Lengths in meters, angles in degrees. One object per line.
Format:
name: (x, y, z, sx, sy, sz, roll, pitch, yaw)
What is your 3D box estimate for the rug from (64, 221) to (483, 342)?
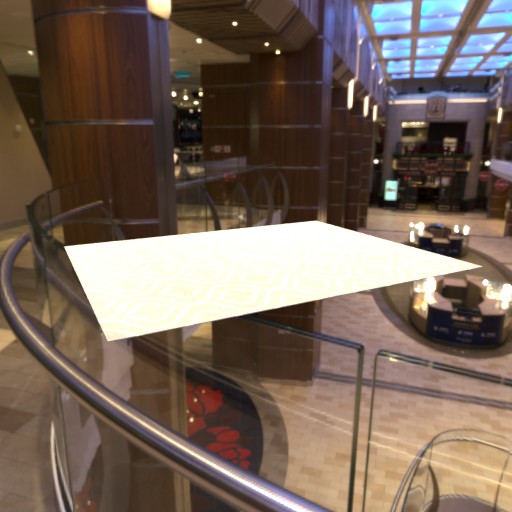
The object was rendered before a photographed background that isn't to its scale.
rug: (0.000, 0.000, 3.863, 2.892, 0.006, 2.283, -8, 17, -27)
